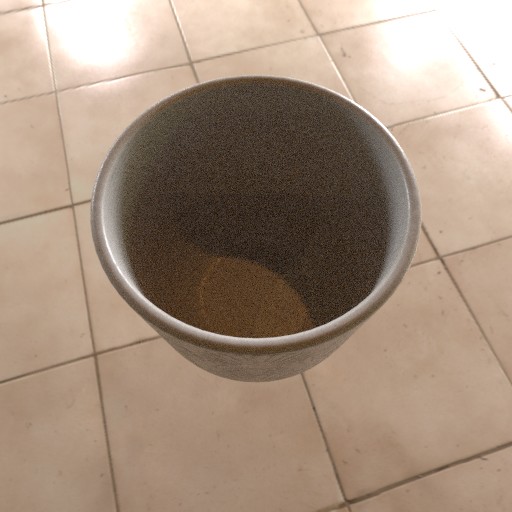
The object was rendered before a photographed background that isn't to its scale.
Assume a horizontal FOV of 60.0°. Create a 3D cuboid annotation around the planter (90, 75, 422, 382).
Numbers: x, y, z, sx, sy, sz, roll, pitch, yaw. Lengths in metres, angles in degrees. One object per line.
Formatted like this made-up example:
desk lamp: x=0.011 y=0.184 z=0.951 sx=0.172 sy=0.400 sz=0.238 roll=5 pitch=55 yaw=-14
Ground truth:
planter: x=0.000 y=0.000 z=0.295 sx=0.170 sy=0.152 sz=0.170 roll=0 pitch=63 yaw=0
